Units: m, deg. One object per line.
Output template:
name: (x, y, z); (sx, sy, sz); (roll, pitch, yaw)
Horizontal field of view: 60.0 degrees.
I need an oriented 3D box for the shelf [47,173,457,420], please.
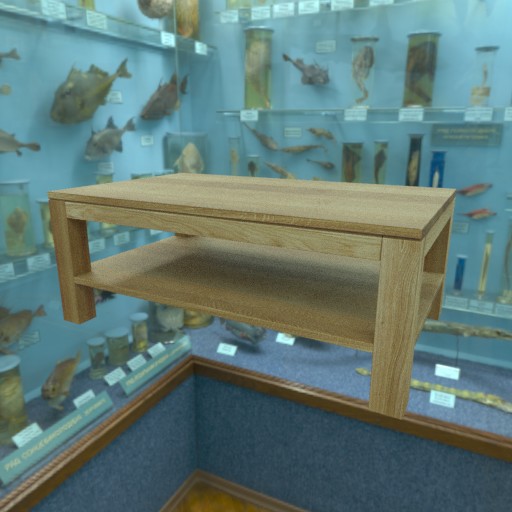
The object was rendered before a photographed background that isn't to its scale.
shelf: (0.000, 0.000, 1.518); (1.150, 0.450, 0.700); (9, 18, 27)
